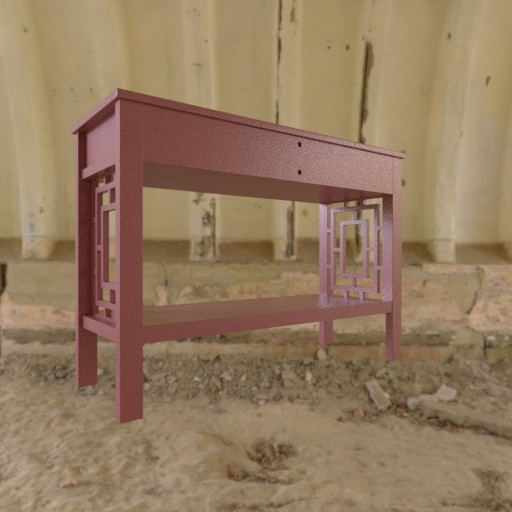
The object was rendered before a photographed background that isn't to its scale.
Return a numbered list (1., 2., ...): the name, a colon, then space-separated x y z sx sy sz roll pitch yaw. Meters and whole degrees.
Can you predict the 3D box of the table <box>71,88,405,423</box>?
1. table: 0.000 0.000 1.465 1.068 0.753 0.397 0 0 -37
